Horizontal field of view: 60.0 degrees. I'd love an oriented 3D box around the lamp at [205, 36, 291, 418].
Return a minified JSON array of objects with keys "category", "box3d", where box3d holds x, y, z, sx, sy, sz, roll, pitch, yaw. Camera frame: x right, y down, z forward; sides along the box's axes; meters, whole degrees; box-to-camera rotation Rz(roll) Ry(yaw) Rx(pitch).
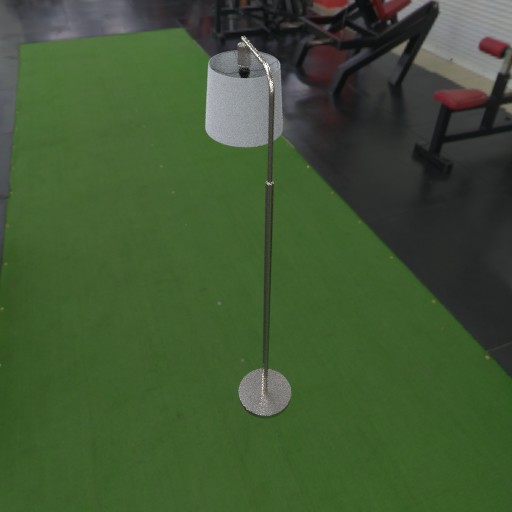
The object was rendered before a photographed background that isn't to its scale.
[{"category":"lamp","box3d":[0.000,0.000,1.671,0.254,1.478,0.508,-12,42,-14]}]
